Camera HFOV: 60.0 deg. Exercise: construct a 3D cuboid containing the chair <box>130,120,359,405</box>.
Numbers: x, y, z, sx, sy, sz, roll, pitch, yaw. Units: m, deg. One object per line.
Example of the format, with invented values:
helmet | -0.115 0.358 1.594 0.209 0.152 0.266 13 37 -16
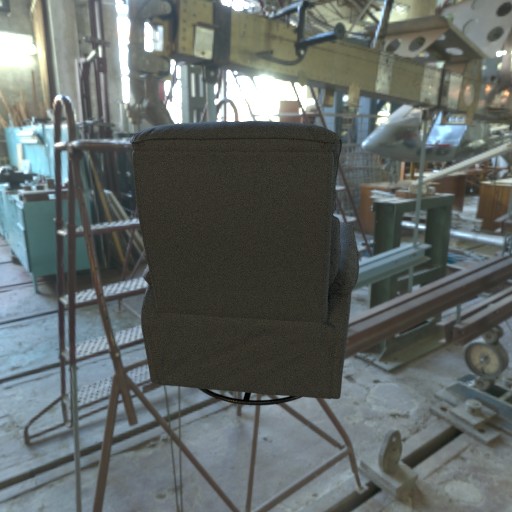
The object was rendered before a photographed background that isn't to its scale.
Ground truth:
chair | 0.000 0.000 1.803 0.820 1.037 1.004 2 16 8
